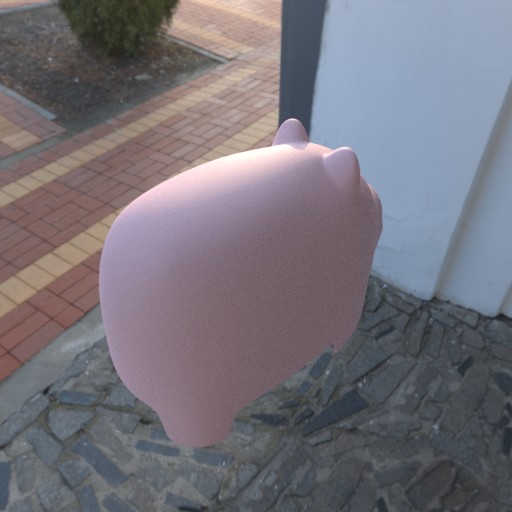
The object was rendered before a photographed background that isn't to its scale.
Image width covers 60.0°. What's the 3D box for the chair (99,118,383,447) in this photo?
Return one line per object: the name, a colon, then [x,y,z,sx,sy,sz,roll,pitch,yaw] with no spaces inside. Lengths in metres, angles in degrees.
chair: [0.000,0.000,0.855,0.619,0.423,0.364,-27,49,-27]
